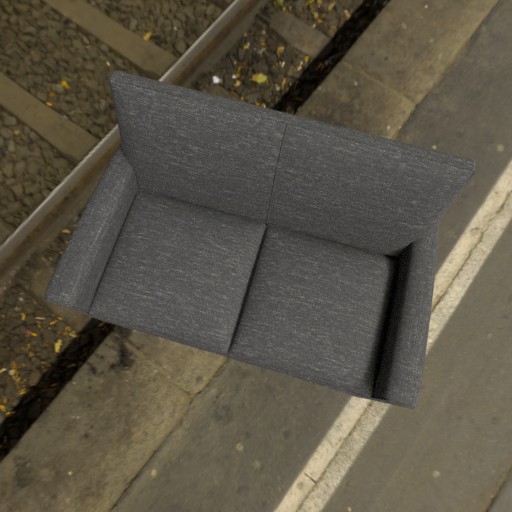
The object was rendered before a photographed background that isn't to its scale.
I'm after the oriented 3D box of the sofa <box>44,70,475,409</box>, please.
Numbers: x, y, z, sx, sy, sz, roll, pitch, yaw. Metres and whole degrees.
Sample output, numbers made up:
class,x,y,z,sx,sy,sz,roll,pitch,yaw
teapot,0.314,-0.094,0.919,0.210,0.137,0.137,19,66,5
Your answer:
class,x,y,z,sx,sy,sz,roll,pitch,yaw
sofa,0.000,0.000,1.873,1.420,0.846,0.875,16,75,4
